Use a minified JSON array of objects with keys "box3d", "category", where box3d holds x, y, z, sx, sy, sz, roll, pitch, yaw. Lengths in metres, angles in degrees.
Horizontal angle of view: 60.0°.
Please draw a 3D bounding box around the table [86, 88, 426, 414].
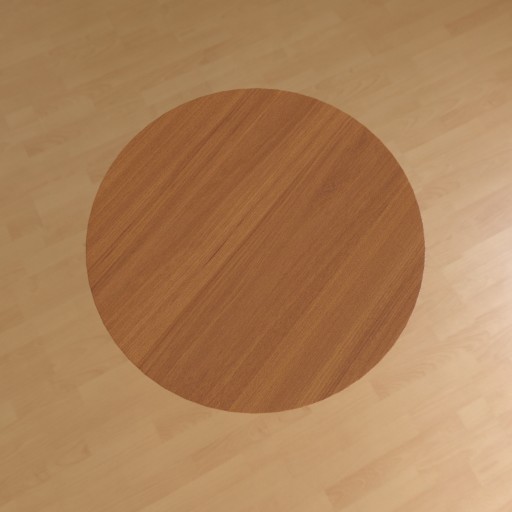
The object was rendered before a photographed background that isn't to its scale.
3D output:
[{"box3d":[0.000,0.000,1.573,1.029,0.490,1.029,0,75,0],"category":"table"}]
